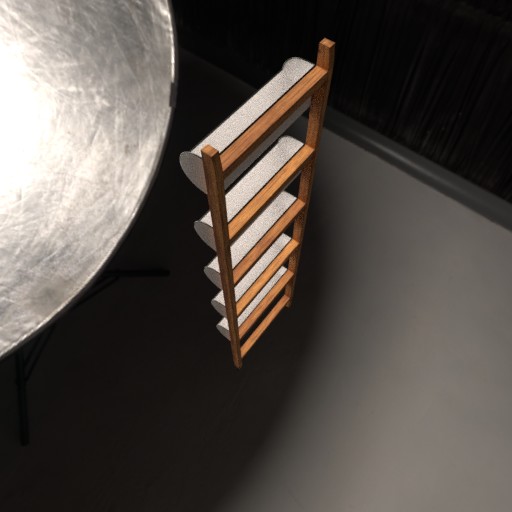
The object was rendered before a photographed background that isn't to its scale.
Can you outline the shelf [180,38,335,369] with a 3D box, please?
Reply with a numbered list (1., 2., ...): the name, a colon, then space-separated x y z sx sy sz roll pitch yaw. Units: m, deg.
1. shelf: 0.000 0.000 1.693 0.141 1.600 0.454 34 66 17
